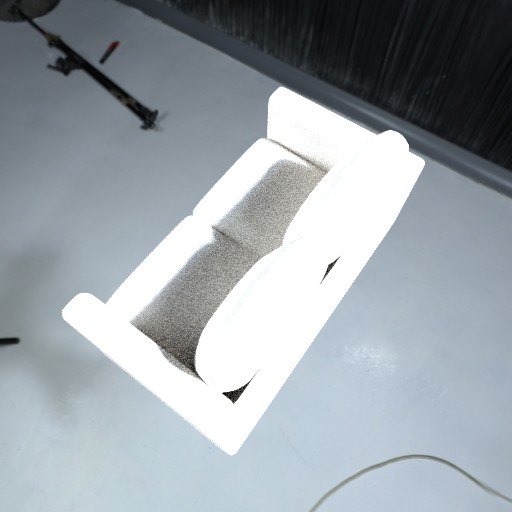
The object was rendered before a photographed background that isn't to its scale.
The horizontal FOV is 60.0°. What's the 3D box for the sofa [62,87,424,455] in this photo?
[{"bbox_3d":[0.000,0.000,1.977,0.796,0.908,1.430,33,68,15],"label":"sofa"}]
